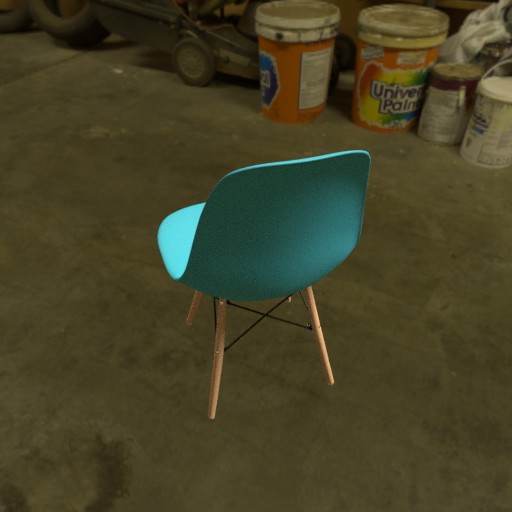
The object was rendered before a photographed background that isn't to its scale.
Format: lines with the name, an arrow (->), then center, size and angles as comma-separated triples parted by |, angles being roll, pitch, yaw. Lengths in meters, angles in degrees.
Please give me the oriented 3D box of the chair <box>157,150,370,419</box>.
chair -> 0.000, 0.000, 1.138 | 0.470, 0.826, 0.531 | -11, 42, -13
